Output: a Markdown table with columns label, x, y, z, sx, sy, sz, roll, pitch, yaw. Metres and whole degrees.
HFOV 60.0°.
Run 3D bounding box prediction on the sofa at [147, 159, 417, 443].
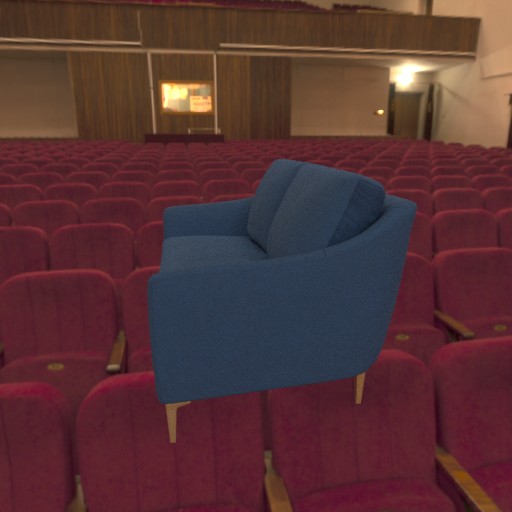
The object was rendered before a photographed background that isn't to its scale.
| label | x | y | z | sx | sy | sz | roll | pitch | yaw |
| --- | --- | --- | --- | --- | --- | --- | --- | --- | --- |
| sofa | 0.000 | 0.000 | 2.198 | 0.960 | 0.902 | 1.619 | -2 | 15 | -9 |
